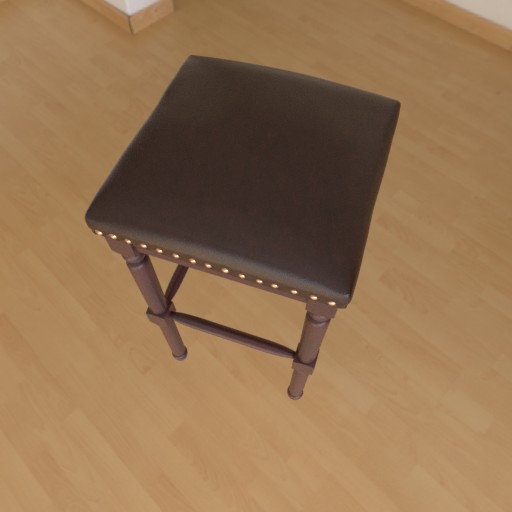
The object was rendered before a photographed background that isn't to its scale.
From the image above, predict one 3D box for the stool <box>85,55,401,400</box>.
[{"bbox_3d":[0.000,0.000,0.928,0.383,0.702,0.382,16,61,9],"label":"stool"}]
